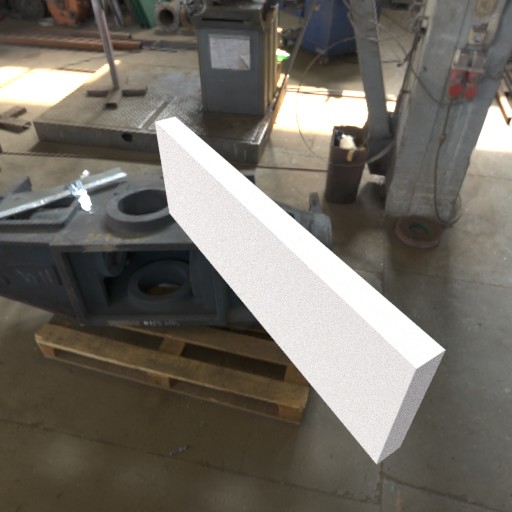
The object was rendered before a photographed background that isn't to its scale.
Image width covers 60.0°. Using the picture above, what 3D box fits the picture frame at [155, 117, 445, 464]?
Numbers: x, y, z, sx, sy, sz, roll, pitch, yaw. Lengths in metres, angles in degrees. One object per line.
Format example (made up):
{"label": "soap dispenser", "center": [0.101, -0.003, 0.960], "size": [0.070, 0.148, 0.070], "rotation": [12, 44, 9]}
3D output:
{"label": "picture frame", "center": [0.000, 0.000, 0.836], "size": [0.050, 0.250, 0.759], "rotation": [-23, 47, -24]}
